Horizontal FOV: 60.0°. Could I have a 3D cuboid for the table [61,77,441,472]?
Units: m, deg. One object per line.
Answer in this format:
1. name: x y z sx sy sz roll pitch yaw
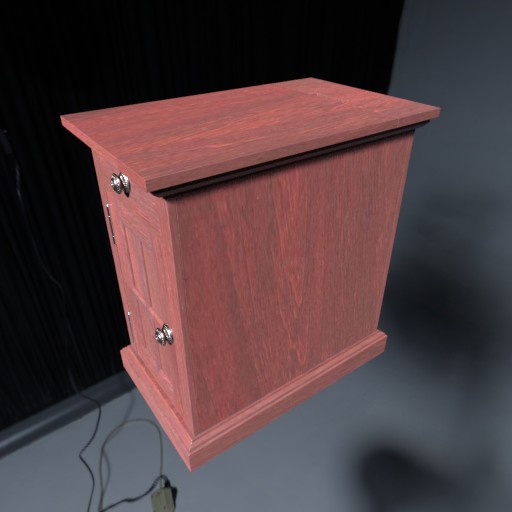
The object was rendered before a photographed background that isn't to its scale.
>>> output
1. table: 0.000 0.000 0.958 0.584 0.612 0.356 -21 38 -30
